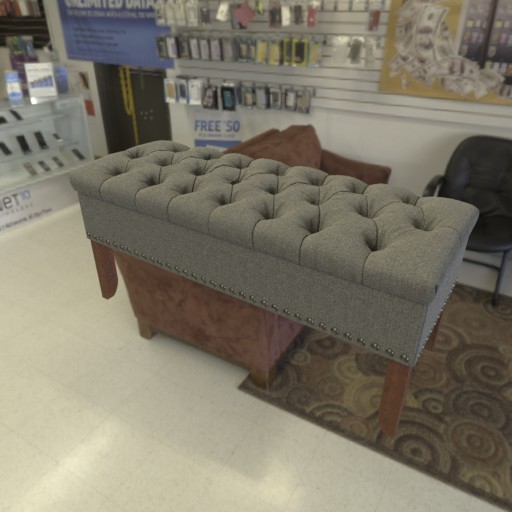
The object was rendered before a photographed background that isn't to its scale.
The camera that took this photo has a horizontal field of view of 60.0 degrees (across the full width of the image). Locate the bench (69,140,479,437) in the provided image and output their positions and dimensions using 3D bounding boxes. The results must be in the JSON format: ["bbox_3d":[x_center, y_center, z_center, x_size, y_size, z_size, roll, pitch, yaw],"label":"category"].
[{"bbox_3d":[0.000,0.000,1.289,1.052,0.470,0.417,18,35,29],"label":"bench"}]
